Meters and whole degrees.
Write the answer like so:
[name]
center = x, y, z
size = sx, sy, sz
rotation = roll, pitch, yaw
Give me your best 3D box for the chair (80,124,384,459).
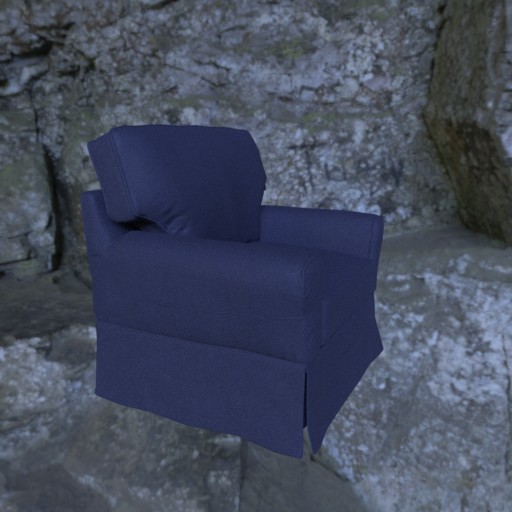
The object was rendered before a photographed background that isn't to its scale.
[chair]
center = 0.000, 0.000, 1.992
size = 1.002, 1.140, 1.119
rotation = 8, 16, 27
